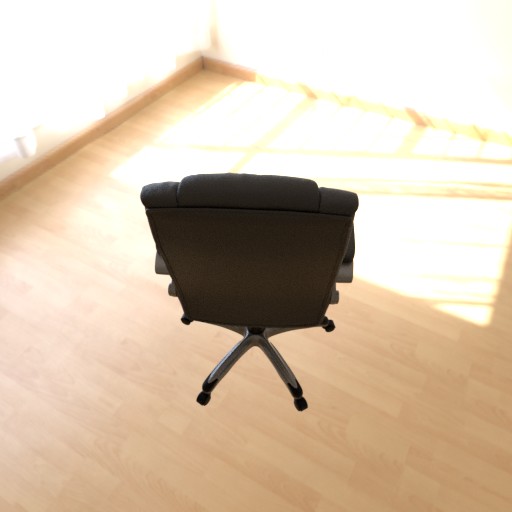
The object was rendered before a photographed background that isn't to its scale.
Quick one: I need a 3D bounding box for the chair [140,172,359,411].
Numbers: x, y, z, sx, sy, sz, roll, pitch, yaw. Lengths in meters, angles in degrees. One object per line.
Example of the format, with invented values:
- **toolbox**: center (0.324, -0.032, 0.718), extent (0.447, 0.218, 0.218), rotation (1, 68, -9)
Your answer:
- **chair**: center (0.000, 0.000, 1.611), extent (0.721, 1.130, 0.719), rotation (3, 46, 3)
